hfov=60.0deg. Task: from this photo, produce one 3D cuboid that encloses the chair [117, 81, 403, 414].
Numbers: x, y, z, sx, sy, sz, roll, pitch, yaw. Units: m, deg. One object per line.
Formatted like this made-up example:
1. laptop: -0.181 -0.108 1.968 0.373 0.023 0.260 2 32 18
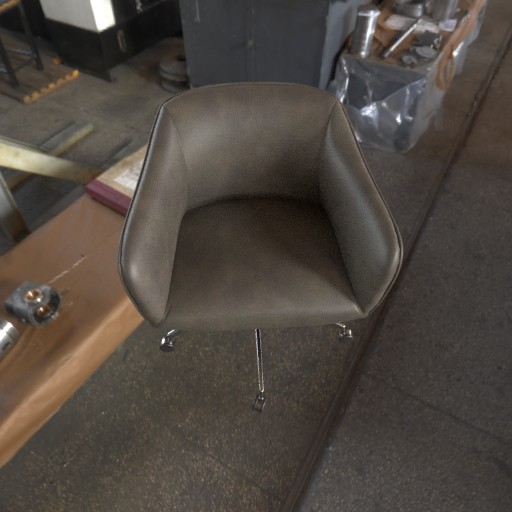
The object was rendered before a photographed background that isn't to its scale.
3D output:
1. chair: 0.000 0.000 1.395 0.713 0.827 0.689 -3 48 -2
